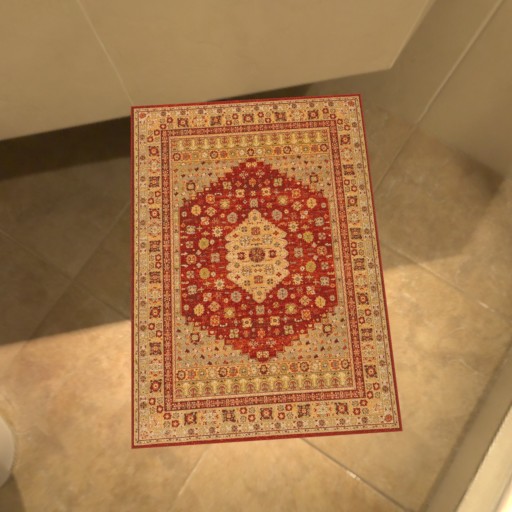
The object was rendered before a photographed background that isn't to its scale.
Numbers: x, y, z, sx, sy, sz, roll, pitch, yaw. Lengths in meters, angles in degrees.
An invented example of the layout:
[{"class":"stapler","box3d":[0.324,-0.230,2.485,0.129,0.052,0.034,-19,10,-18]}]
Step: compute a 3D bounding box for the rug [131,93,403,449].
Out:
[{"class":"rug","box3d":[0.000,0.000,2.832,1.593,0.013,2.211,-3,78,-1]}]
